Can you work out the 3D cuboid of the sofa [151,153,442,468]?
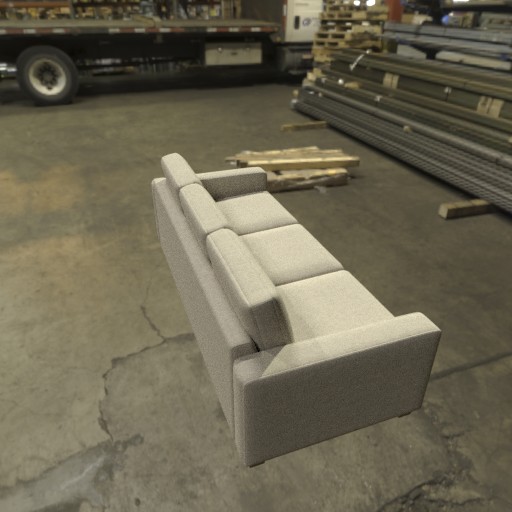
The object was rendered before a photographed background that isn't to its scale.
[{"bbox_3d":[0.000,0.000,2.660,0.900,0.800,2.160,-11,32,-17],"label":"sofa"}]
